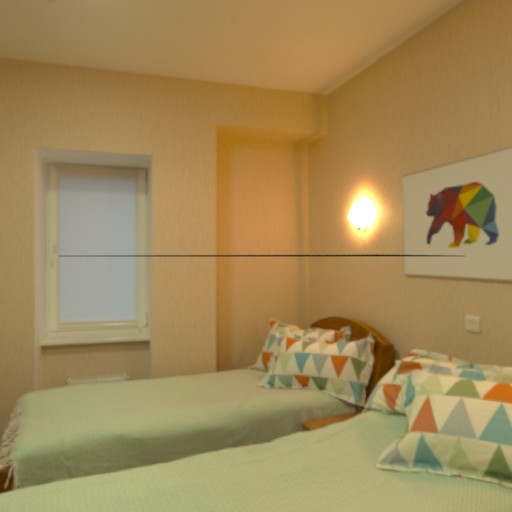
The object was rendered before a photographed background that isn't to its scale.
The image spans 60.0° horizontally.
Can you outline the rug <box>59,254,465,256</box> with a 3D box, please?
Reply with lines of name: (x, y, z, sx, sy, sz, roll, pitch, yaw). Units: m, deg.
rug: (0.000, 0.000, 4.326, 3.371, 0.008, 2.190, 0, 0, 37)
